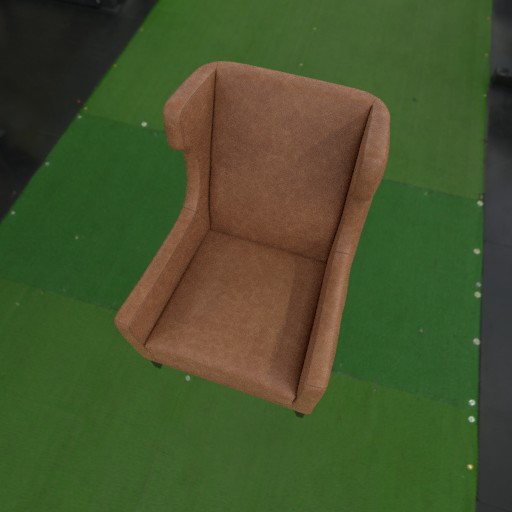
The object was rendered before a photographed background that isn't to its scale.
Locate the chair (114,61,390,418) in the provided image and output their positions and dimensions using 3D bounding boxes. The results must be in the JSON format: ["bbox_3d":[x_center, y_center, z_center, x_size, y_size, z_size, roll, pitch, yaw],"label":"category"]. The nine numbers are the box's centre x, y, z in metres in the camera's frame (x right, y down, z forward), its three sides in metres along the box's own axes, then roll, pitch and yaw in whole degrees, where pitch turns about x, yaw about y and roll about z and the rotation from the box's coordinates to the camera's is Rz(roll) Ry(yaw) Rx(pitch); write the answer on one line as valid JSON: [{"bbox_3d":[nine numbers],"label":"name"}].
[{"bbox_3d":[0.000,0.000,1.704,0.766,1.079,0.899,16,61,9],"label":"chair"}]
